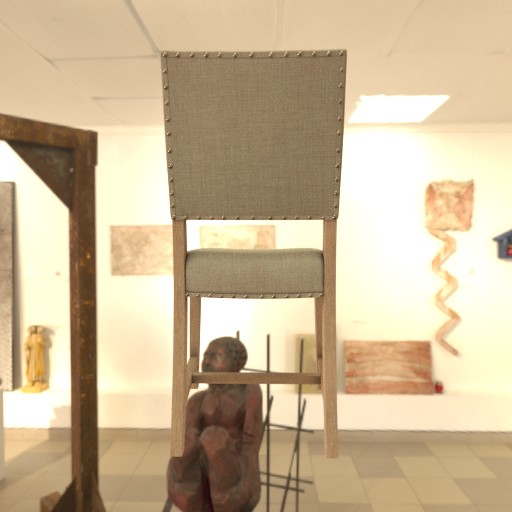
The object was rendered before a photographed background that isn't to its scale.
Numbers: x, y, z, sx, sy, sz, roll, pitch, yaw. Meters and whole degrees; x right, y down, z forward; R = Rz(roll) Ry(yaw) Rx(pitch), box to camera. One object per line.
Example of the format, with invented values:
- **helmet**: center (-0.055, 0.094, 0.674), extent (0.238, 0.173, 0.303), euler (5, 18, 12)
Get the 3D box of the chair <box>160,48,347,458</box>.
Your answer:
- **chair**: center (0.000, 0.000, 1.329), extent (0.508, 0.986, 0.622), euler (0, 2, 1)
